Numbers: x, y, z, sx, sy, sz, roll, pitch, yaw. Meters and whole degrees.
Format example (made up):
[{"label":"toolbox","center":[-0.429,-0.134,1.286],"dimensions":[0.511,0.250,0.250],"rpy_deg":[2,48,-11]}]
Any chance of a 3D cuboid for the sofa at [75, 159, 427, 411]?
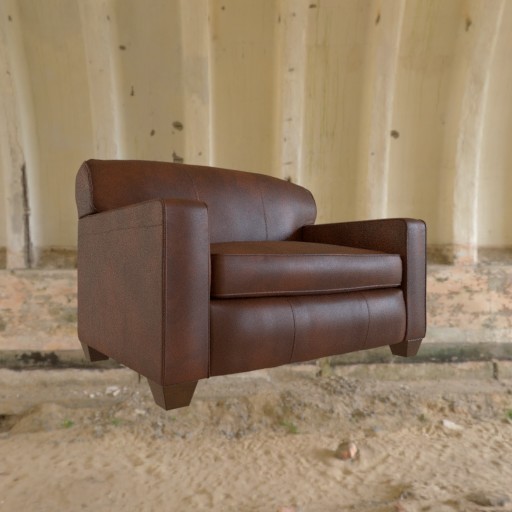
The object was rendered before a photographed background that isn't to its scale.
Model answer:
[{"label":"sofa","center":[0.000,0.000,2.094],"dimensions":[1.413,0.956,1.000],"rpy_deg":[0,0,-36]}]
